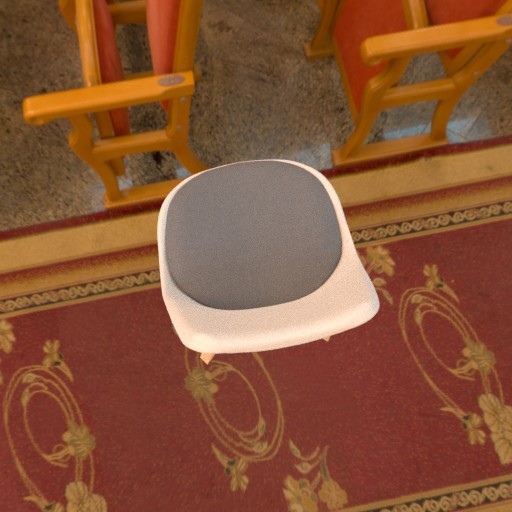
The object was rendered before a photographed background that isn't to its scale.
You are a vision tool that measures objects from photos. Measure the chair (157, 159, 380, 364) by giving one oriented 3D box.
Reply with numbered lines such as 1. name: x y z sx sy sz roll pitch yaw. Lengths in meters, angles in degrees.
1. chair: 0.000 0.000 1.157 0.485 0.850 0.550 -10 73 -3
